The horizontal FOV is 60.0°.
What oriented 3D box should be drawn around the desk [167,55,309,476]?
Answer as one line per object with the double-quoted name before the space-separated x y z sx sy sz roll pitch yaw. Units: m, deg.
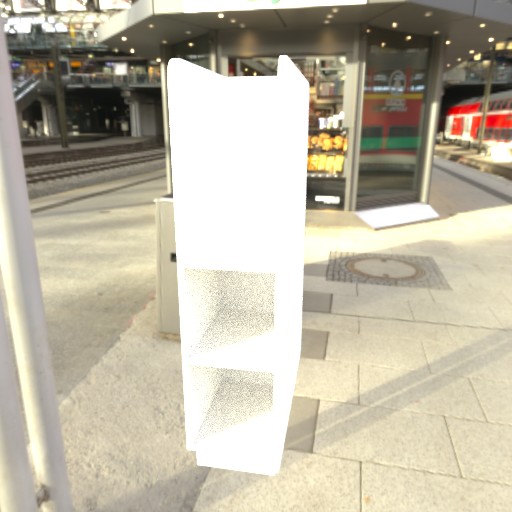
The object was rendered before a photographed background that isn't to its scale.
"desk" 0.000 0.000 1.548 0.278 1.190 0.795 3 17 10
